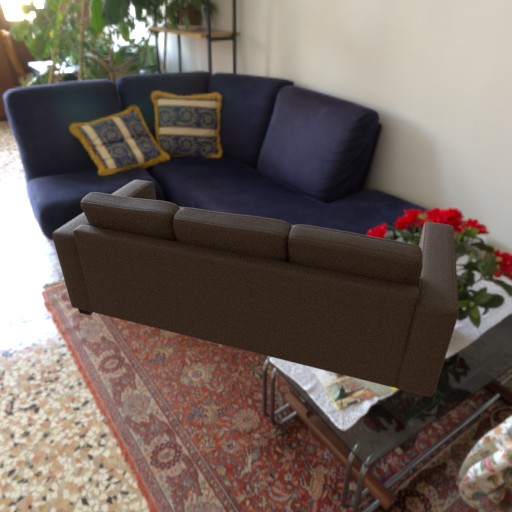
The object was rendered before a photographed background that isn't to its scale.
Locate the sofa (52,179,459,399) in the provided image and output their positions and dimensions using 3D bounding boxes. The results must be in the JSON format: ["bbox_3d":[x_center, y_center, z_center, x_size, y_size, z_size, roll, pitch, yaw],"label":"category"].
[{"bbox_3d":[0.000,0.000,2.643,2.160,0.806,0.900,10,33,16],"label":"sofa"}]
